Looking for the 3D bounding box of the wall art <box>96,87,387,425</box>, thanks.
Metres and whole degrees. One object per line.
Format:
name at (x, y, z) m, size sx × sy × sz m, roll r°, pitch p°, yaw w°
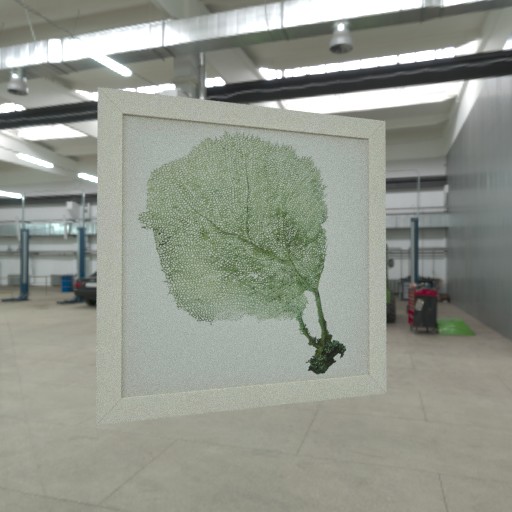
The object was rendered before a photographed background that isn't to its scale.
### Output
wall art at (0.000, 0.000, 0.867) m, size 0.584 × 0.584 × 0.013 m, roll 0°, pitch -1°, yaw -19°
